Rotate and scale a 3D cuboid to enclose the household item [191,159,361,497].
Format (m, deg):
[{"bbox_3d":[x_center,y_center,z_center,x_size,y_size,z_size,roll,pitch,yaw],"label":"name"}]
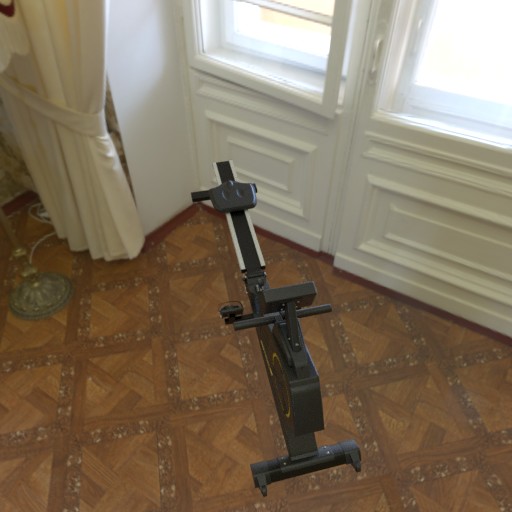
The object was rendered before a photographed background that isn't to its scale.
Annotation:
[{"bbox_3d":[0.000,0.000,2.520,0.521,0.810,2.251,-10,47,-9],"label":"household item"}]
